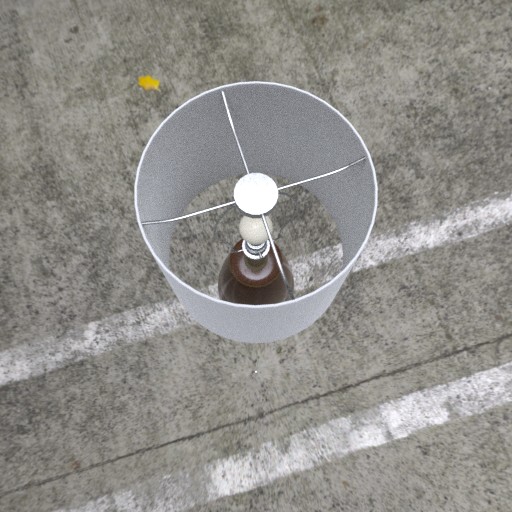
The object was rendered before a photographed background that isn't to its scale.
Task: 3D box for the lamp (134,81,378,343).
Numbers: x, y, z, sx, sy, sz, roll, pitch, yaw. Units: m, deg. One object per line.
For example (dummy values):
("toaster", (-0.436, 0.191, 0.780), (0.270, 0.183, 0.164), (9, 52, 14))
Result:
("lamp", (0.000, 0.000, 0.477), (0.186, 0.369, 0.186), (0, 75, 0))
